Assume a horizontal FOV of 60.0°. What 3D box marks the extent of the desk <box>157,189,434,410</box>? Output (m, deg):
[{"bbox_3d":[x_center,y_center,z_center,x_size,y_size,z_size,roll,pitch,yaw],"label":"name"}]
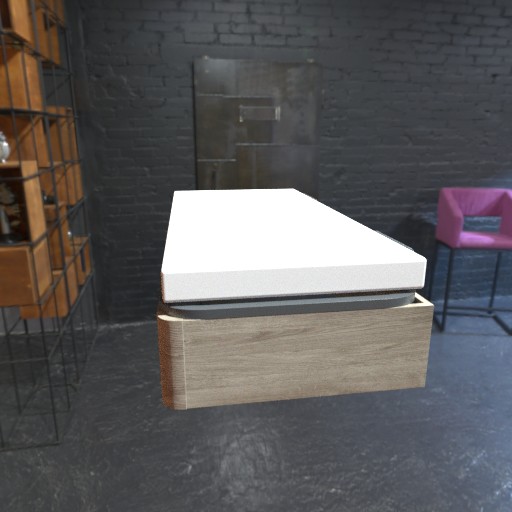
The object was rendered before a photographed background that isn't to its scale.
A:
[{"bbox_3d":[0.000,0.000,2.303,0.900,0.455,1.900,-2,16,-9],"label":"desk"}]
